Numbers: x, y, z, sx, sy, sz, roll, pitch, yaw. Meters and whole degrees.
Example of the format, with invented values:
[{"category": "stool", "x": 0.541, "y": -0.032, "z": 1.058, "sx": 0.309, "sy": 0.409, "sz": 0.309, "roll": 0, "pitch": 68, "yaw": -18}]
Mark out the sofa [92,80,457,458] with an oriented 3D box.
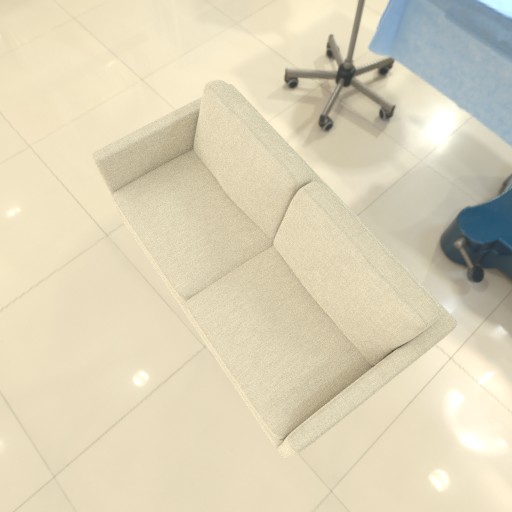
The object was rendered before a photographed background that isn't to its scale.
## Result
[{"category": "sofa", "x": 0.000, "y": 0.000, "z": 2.426, "sx": 0.950, "sy": 0.963, "sz": 1.838, "roll": -33, "pitch": 68, "yaw": -15}]
